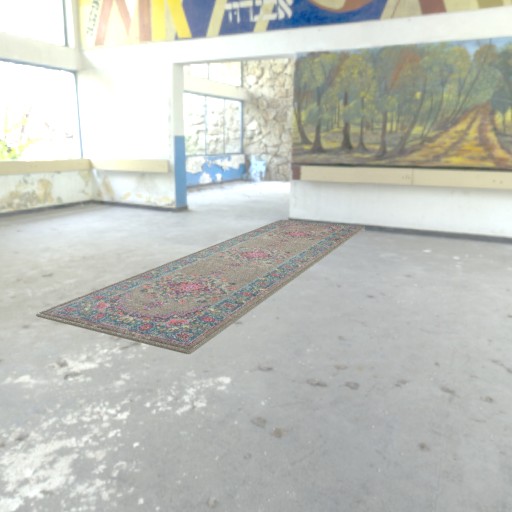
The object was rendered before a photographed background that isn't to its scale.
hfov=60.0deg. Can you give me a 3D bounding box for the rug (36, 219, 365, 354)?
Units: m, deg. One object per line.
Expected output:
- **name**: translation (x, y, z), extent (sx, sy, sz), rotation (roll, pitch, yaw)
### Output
- **rug**: translation (0.000, 0.000, 1.984), extent (0.553, 0.012, 1.827), rotation (7, 16, 26)
